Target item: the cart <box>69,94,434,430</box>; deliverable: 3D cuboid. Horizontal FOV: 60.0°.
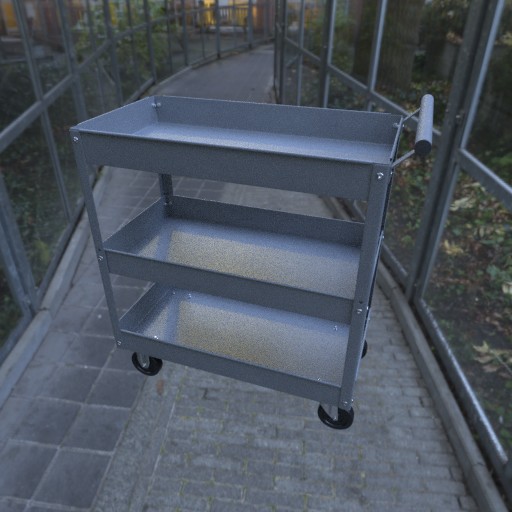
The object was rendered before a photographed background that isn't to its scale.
[{"bbox_3d":[0.000,0.000,1.147,0.719,0.780,0.366,10,33,16],"label":"cart"}]
